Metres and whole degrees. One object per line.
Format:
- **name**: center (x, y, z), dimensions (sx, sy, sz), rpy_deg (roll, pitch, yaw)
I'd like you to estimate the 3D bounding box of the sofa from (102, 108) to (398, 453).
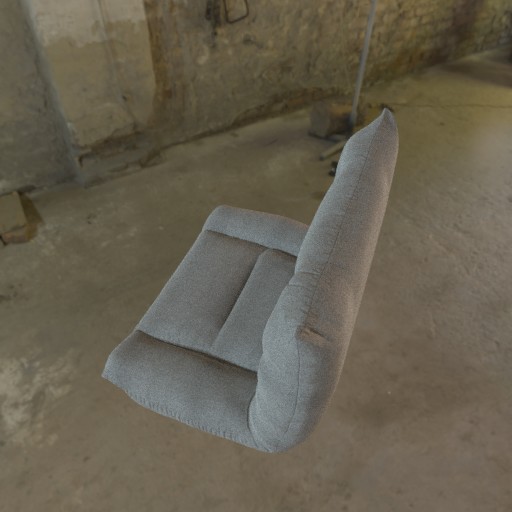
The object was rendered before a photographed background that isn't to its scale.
- **sofa**: center (0.000, 0.000, 1.710), dimensions (0.847, 0.795, 1.144), rpy_deg (15, 47, 14)
